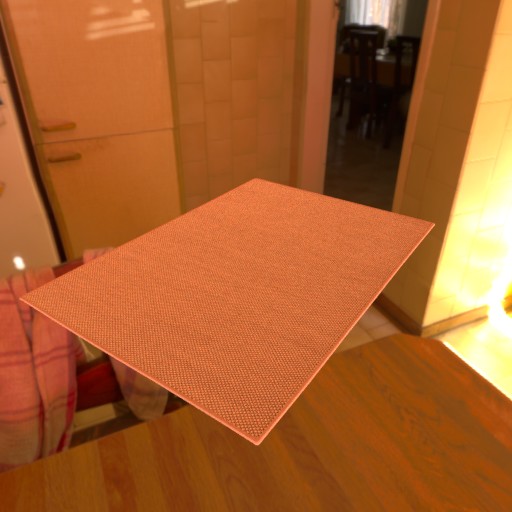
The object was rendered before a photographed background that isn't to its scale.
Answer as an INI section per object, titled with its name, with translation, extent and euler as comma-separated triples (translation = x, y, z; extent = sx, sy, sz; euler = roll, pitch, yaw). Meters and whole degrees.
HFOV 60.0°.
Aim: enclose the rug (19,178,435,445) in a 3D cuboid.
[rug]
translation = 0.000, 0.000, 2.676
extent = 1.524, 0.013, 2.134
euler = 20, 36, 30
